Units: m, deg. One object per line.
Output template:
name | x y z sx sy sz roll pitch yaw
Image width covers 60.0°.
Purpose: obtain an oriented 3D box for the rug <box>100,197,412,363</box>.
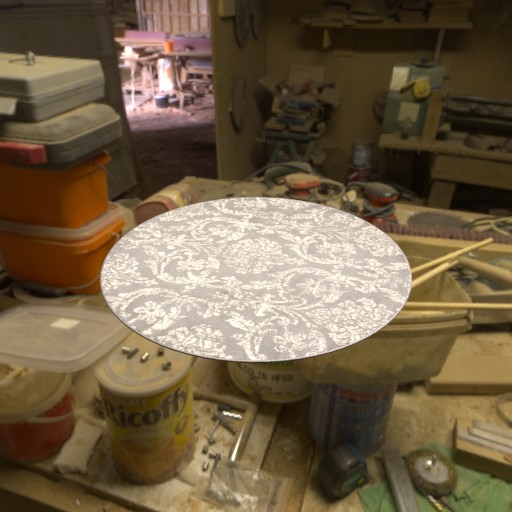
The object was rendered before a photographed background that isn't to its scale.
rug | 0.000 0.000 2.364 1.593 0.012 1.593 0 30 0
